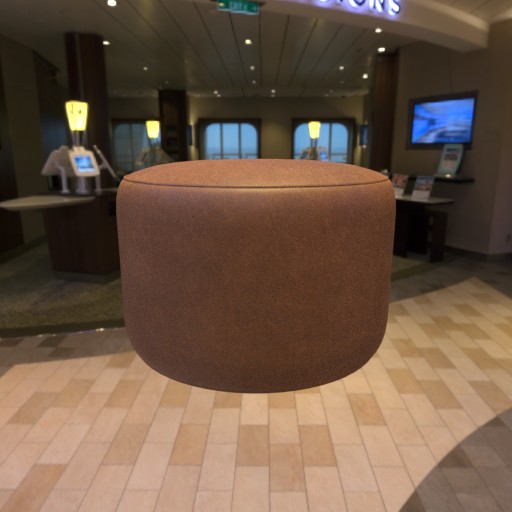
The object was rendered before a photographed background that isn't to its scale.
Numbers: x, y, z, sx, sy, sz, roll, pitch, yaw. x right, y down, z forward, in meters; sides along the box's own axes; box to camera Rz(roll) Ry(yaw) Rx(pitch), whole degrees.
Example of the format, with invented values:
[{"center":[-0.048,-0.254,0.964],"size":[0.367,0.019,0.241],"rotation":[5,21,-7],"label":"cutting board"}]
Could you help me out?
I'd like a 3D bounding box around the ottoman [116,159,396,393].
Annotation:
[{"center":[0.000,0.000,1.035],"size":[0.607,0.438,0.607],"rotation":[0,14,0],"label":"ottoman"}]
